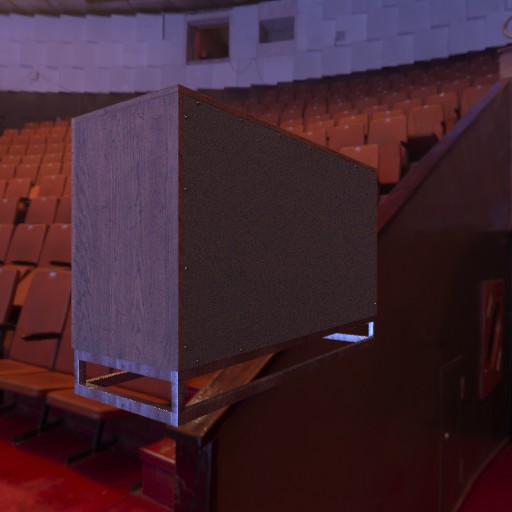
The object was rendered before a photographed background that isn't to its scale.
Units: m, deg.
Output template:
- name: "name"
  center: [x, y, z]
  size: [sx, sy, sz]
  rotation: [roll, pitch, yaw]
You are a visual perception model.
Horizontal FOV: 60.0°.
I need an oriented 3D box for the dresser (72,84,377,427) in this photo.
- name: "dresser"
  center: [0.000, 0.000, 2.209]
  size: [0.623, 1.061, 1.646]
  rotation: [0, 0, 36]
